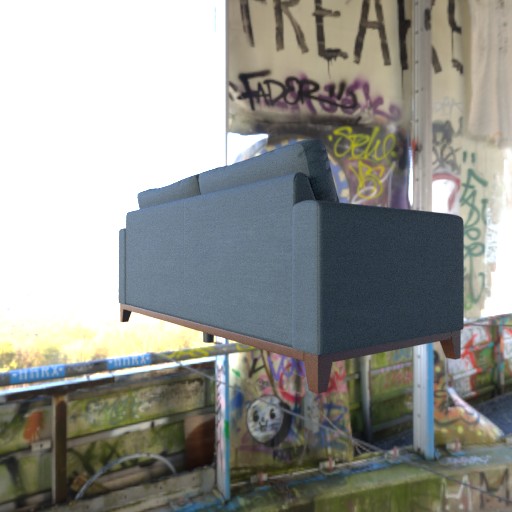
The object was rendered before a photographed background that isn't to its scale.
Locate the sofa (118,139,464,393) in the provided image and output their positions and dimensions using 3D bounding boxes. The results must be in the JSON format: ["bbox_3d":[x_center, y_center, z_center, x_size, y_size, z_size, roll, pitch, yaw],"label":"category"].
[{"bbox_3d":[0.000,0.000,2.398,0.877,0.865,1.900,0,0,-36],"label":"sofa"}]
